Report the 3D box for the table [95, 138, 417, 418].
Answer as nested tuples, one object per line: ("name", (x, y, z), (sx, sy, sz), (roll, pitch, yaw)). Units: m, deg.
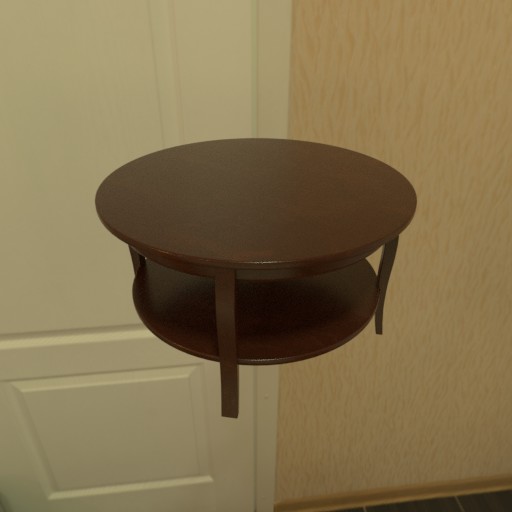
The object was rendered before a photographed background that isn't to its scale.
("table", (0.000, 0.000, 1.441), (0.911, 0.512, 0.911), (0, 31, 0))
